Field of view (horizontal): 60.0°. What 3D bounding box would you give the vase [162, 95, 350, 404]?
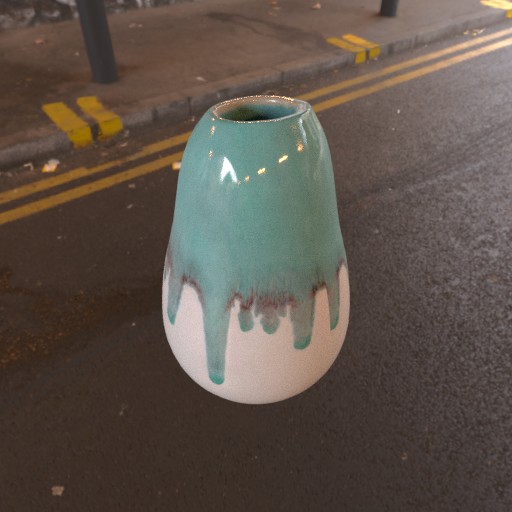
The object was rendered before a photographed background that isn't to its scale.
[{"bbox_3d":[0.000,0.000,0.254,0.116,0.179,0.116,0,41,0],"label":"vase"}]
